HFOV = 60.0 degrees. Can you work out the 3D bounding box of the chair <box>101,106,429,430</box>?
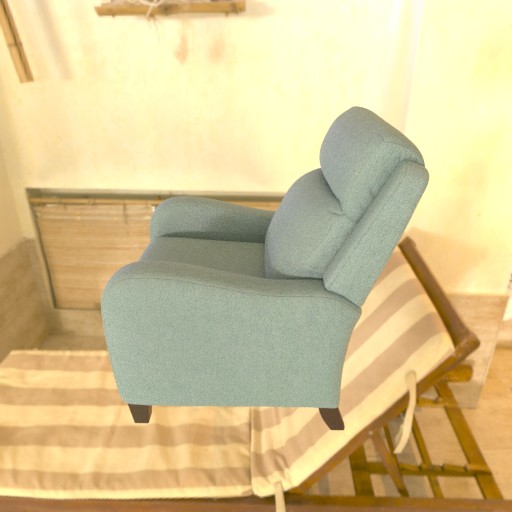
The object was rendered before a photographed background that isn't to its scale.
[{"bbox_3d":[0.000,0.000,1.726,0.988,1.067,0.785,1,26,1],"label":"chair"}]
